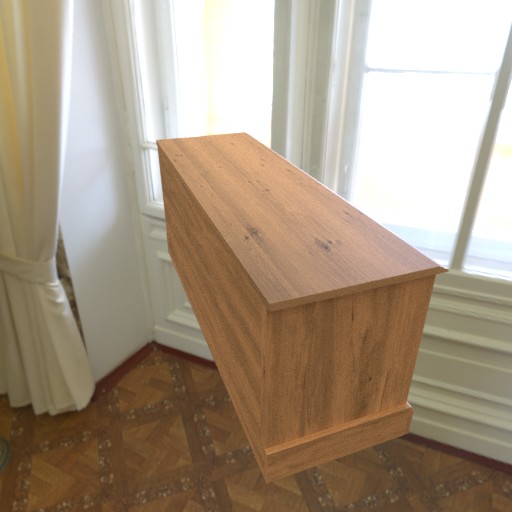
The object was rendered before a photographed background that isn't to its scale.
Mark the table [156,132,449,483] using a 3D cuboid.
[{"bbox_3d":[0.000,0.000,1.460,0.400,0.510,1.200,-10,31,-18],"label":"table"}]
